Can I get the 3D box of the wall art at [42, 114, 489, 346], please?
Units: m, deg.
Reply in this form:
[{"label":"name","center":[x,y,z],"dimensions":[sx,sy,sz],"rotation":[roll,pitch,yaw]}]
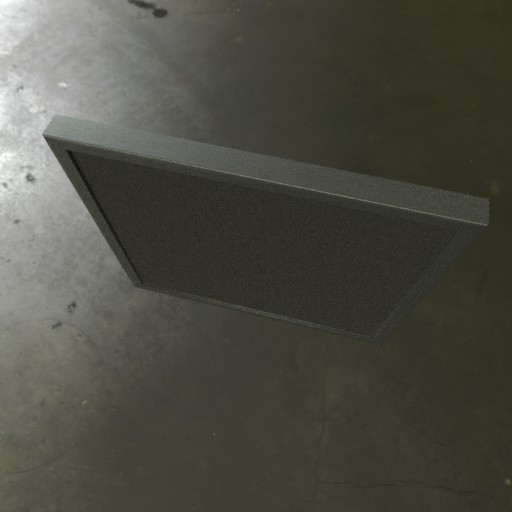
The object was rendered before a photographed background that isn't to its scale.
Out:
[{"label":"wall art","center":[0.000,0.000,0.518],"dimensions":[0.380,0.330,0.028],"rotation":[13,63,7]}]
